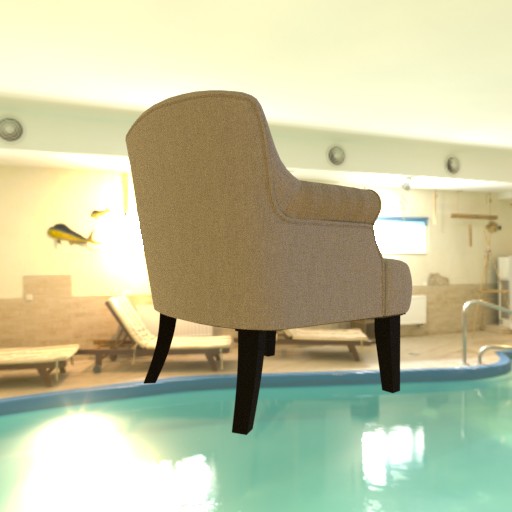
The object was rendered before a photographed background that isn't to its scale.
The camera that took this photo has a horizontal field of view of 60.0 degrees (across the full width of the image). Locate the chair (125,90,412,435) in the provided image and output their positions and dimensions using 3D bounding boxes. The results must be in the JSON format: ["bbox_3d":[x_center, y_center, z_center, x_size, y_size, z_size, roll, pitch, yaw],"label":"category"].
[{"bbox_3d":[0.000,0.000,1.492,0.755,0.880,0.772,-1,1,-38],"label":"chair"}]
